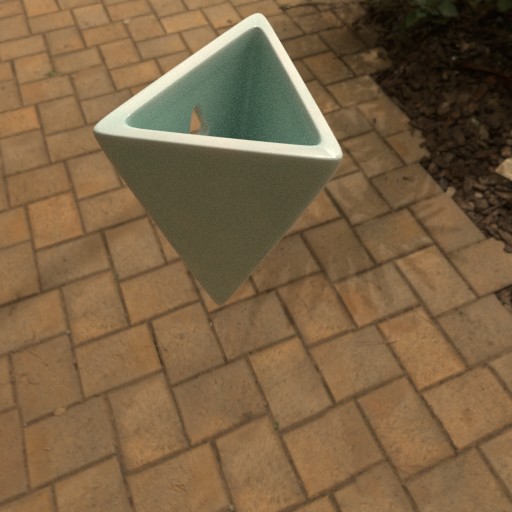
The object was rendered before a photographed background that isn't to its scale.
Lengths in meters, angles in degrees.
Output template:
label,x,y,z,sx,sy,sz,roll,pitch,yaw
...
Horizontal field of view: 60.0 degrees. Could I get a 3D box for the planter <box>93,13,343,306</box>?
label,x,y,z,sx,sy,sz,roll,pitch,yaw
planter,0.000,0.000,0.211,0.064,0.178,0.080,33,63,19
